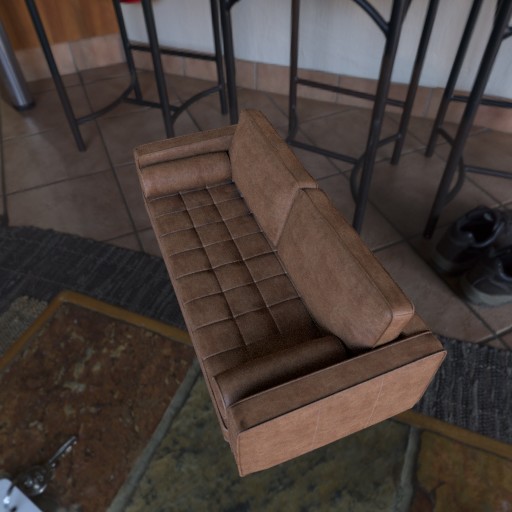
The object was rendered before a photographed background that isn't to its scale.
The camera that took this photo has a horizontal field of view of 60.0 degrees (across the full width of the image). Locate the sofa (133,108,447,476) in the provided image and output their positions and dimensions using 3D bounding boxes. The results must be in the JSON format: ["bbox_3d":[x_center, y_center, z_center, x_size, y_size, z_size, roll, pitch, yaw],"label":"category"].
[{"bbox_3d":[0.000,0.000,2.389,0.924,0.825,1.920,-16,49,-14],"label":"sofa"}]
